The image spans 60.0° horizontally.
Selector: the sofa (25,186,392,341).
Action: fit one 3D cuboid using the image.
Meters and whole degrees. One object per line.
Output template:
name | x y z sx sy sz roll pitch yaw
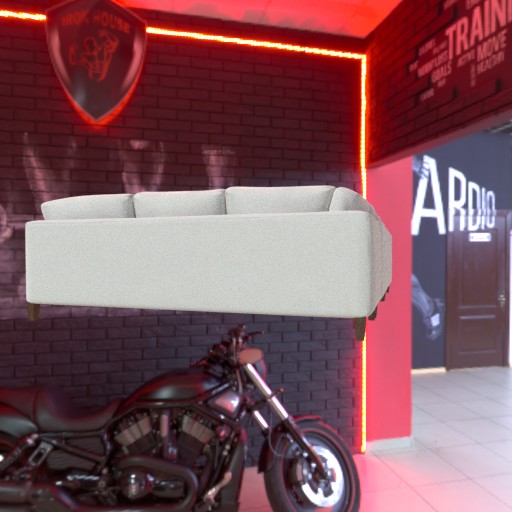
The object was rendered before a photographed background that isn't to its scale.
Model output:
sofa | 0.000 0.000 4.551 2.593 0.956 3.459 0 0 19
